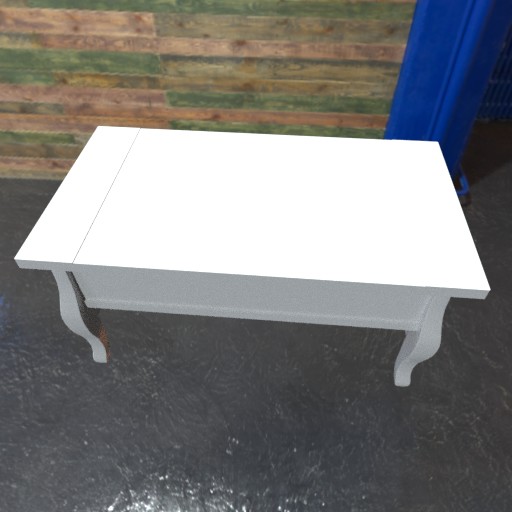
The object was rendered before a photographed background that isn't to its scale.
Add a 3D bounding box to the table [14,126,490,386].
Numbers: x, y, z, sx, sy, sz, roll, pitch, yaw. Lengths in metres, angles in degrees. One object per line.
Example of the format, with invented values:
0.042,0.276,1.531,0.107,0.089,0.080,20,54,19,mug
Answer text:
0.000,0.000,1.363,1.062,0.495,0.600,4,47,3,table
